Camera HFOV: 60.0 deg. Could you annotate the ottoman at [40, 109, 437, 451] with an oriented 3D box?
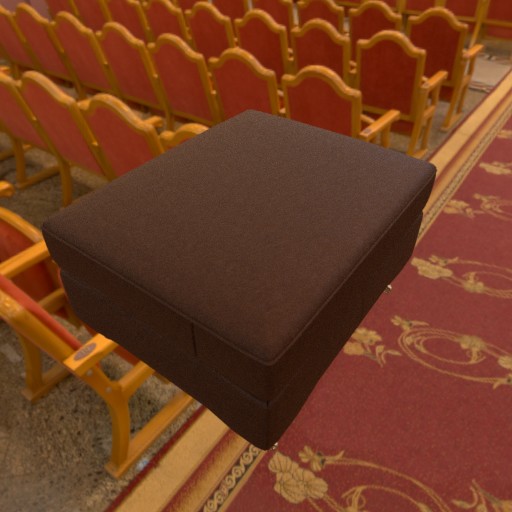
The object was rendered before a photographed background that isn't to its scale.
[{"bbox_3d":[0.000,0.000,1.817,0.967,0.730,1.187,26,47,27],"label":"ottoman"}]
